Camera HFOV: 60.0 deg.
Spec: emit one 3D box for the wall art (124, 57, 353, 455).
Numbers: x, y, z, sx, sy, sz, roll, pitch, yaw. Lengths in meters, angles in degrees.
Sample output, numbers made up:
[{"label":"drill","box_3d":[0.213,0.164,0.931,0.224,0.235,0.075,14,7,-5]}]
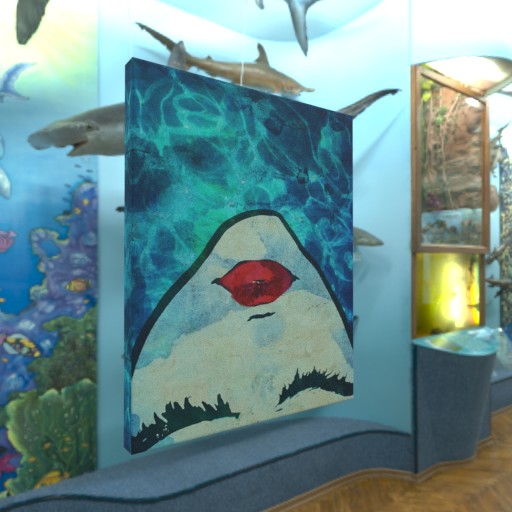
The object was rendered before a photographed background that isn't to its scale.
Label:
[{"label":"wall art","box_3d":[0.000,0.000,0.866,0.508,0.635,0.038,0,-1,-35]}]
